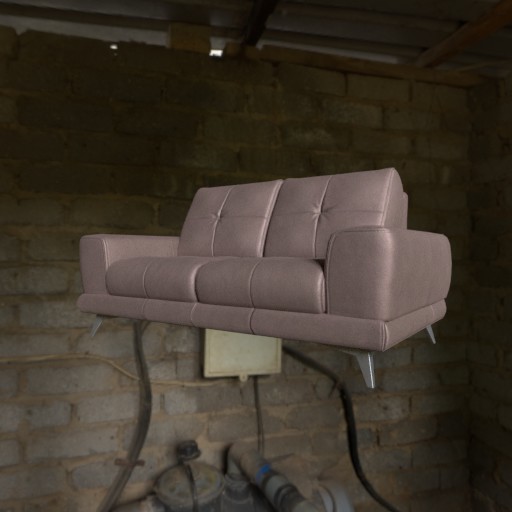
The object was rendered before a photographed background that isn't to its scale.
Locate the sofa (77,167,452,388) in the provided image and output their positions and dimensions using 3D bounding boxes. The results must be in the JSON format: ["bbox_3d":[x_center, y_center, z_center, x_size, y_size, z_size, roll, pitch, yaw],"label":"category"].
[{"bbox_3d":[0.000,0.000,2.390,1.806,0.907,1.018,0,1,35],"label":"sofa"}]
